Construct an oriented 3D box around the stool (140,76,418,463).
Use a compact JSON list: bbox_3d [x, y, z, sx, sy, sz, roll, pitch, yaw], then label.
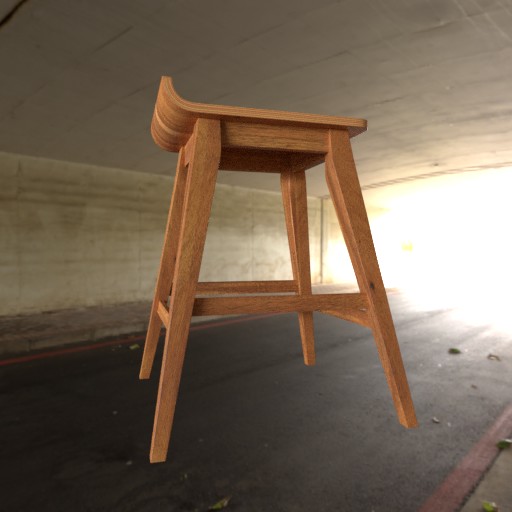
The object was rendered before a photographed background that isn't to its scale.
[{"bbox_3d":[0.000,0.000,1.012,0.500,0.650,0.500,0,1,-17],"label":"stool"}]
